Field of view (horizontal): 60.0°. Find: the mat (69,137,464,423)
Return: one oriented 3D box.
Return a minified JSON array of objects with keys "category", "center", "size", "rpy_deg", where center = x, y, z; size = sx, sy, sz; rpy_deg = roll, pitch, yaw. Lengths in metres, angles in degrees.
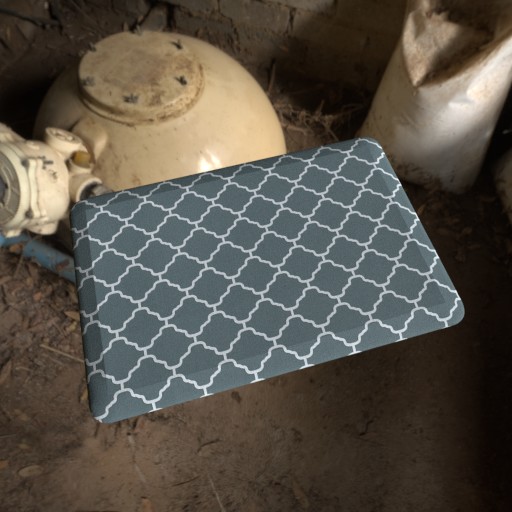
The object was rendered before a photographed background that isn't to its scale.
[{"category":"mat","center":[0.000,0.000,0.954],"size":[0.762,0.021,0.508],"rpy_deg":[-14,64,-7]}]
